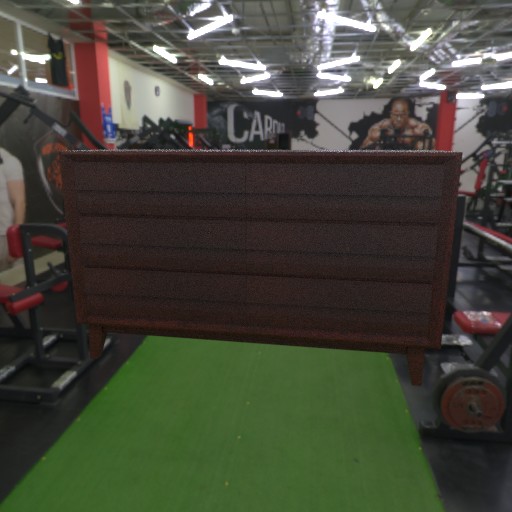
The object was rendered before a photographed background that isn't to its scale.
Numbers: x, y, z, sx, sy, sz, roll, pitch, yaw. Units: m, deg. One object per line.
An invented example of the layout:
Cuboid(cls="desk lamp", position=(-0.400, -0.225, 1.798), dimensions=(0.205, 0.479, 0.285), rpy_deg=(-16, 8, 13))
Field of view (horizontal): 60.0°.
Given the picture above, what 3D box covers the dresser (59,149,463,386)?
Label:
Cuboid(cls="dresser", position=(0.000, 0.000, 2.098), dimensions=(1.609, 0.971, 0.499), rpy_deg=(2, 14, 9))
